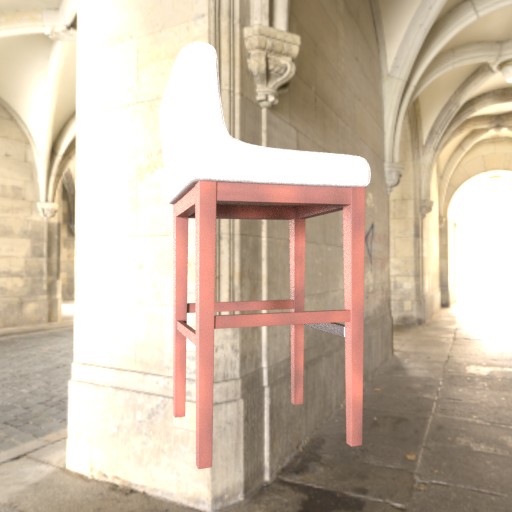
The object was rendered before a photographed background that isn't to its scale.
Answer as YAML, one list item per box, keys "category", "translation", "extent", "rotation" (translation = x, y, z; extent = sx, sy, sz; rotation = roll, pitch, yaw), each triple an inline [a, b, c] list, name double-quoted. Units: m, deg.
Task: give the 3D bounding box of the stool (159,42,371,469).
- category: "stool"
  translation: [0.000, 0.000, 1.244]
  extent: [0.499, 0.965, 0.426]
  rotation: [0, -1, -19]
